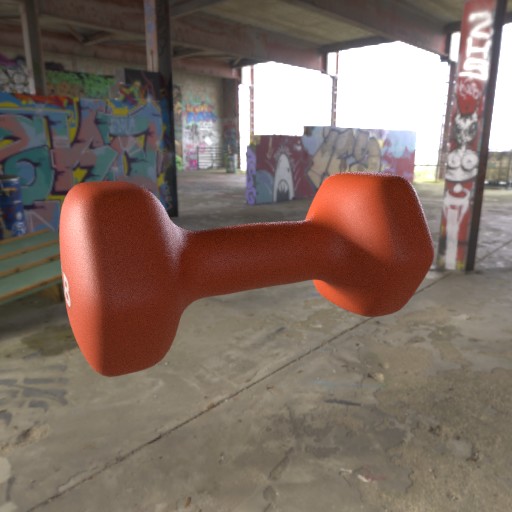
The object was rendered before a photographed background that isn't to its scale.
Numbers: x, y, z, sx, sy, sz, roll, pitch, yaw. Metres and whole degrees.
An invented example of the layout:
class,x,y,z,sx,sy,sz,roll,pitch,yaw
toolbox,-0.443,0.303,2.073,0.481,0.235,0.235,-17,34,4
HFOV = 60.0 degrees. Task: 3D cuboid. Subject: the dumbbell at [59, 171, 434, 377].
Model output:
class,x,y,z,sx,sy,sz,roll,pitch,yaw
dumbbell,0.000,0.000,0.202,0.162,0.071,0.079,-7,16,-26
